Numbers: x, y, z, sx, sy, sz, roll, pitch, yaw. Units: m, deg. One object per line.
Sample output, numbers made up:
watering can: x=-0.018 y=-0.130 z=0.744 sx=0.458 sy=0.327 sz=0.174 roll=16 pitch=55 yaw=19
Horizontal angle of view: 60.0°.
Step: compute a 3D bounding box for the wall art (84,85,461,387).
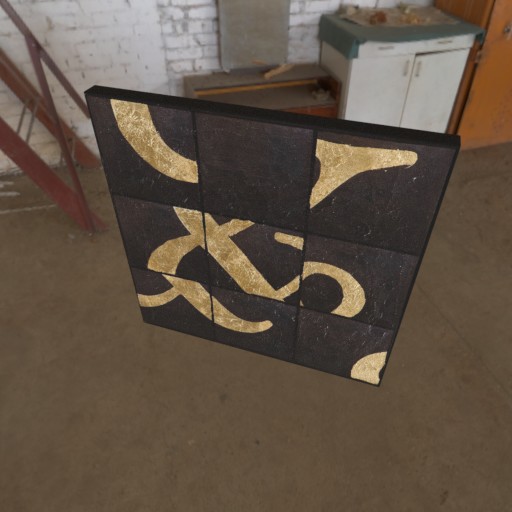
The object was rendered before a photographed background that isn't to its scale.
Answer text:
wall art: x=0.000 y=0.000 z=1.120 sx=0.758 sy=0.758 sz=0.044 roll=12 pitch=43 yaw=14
